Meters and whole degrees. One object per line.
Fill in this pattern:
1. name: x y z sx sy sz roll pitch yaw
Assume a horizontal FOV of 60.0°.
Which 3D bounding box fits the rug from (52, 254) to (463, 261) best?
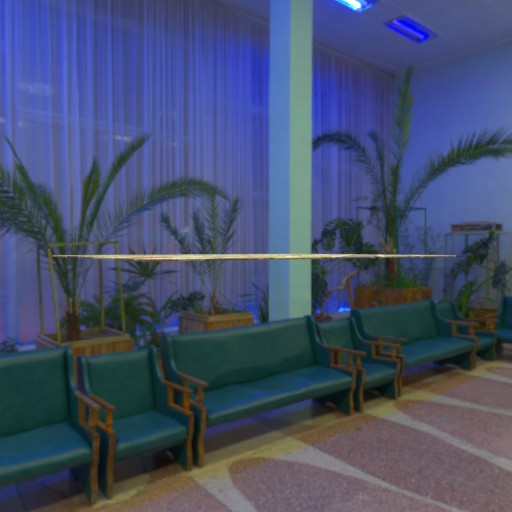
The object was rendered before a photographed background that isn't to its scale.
1. rug: 0.000 0.000 4.311 3.200 0.013 2.439 -1 1 -36
